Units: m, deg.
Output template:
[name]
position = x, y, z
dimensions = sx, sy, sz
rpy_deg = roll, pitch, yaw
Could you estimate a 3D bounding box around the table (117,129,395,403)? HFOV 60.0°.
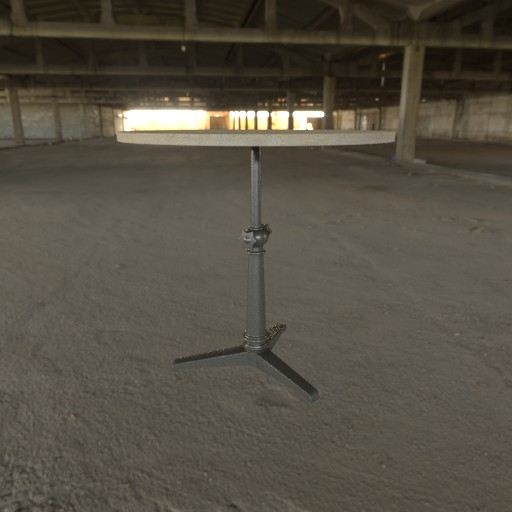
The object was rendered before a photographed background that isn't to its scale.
[table]
position = 0.000, 0.000, 1.438
dimensions = 0.800, 0.780, 0.800
rpy_deg = 0, 17, 0
